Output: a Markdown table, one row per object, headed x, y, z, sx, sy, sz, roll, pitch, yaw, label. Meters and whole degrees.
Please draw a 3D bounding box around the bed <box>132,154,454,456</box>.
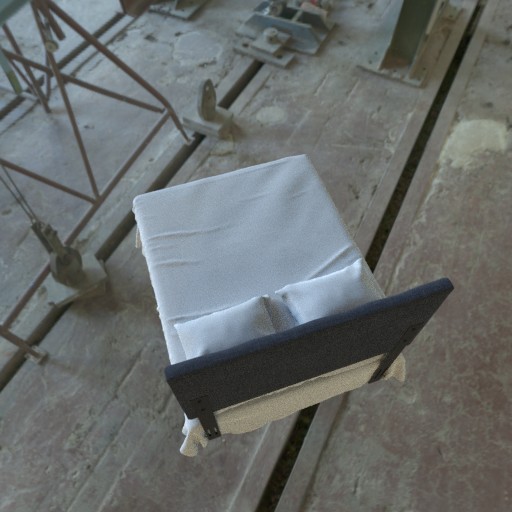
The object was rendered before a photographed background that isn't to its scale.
| x | y | z | sx | sy | sz | roll | pitch | yaw | label |
| --- | --- | --- | --- | --- | --- | --- | --- | --- | --- |
| 0.000 | 0.000 | 3.468 | 1.936 | 1.577 | 2.222 | -16 | 59 | -10 | bed |
